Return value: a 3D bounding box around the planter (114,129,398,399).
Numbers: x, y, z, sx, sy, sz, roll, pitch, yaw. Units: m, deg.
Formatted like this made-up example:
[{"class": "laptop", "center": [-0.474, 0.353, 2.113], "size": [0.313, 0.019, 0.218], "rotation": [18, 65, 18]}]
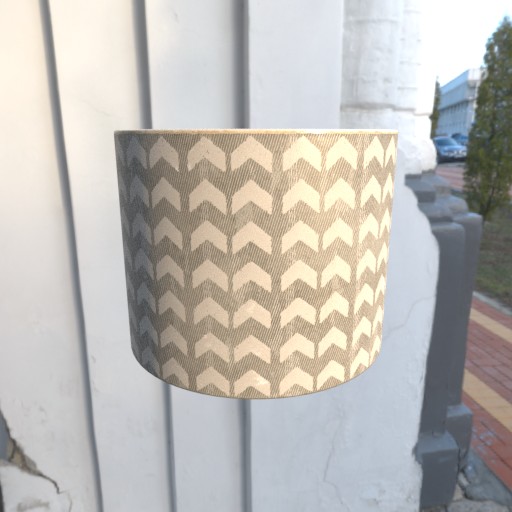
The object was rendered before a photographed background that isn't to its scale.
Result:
[{"class": "planter", "center": [0.000, 0.000, 0.333], "size": [0.190, 0.181, 0.190], "rotation": [0, 15, 0]}]
